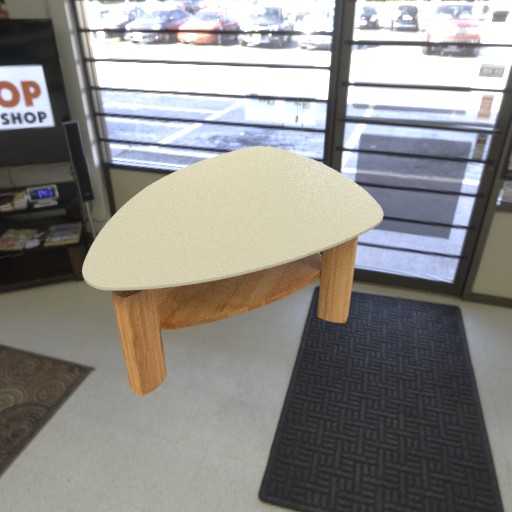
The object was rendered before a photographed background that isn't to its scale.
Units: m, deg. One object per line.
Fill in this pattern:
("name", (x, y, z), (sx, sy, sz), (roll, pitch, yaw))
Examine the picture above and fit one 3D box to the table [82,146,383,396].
("table", (0.000, 0.000, 1.637), (0.850, 0.440, 1.250), (11, 32, 18))
